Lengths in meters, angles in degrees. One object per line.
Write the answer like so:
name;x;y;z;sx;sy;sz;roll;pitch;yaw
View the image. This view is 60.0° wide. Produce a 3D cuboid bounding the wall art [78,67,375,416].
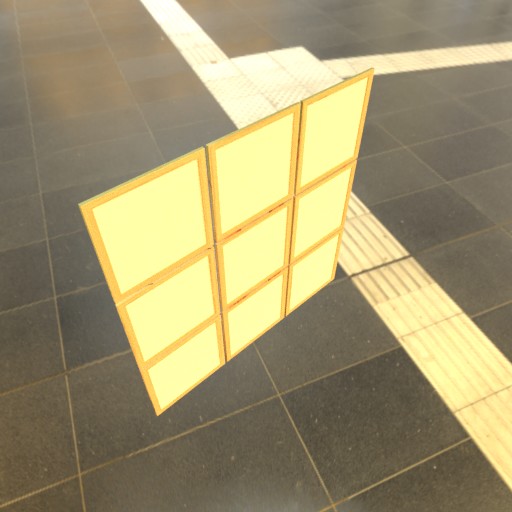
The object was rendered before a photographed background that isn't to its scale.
wall art;0.000;0.000;1.845;1.214;1.219;0.013;-33;55;-28
